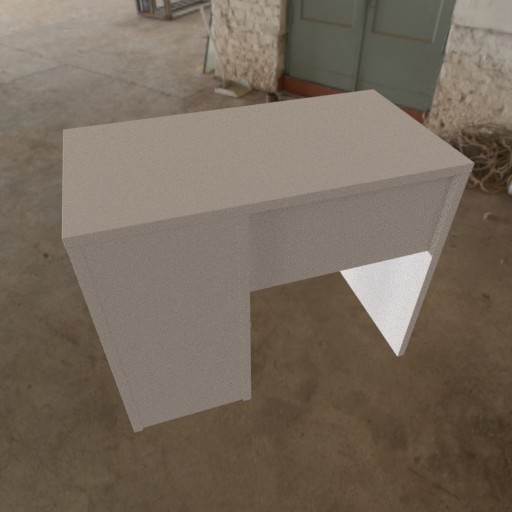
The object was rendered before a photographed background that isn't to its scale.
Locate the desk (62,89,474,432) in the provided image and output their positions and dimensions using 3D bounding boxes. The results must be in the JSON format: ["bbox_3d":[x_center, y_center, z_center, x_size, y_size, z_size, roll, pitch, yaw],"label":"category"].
[{"bbox_3d":[0.000,0.000,1.325,0.898,0.730,0.482,-12,43,-13],"label":"desk"}]
